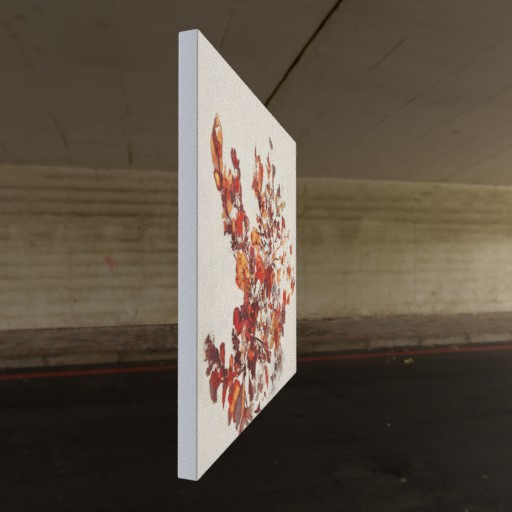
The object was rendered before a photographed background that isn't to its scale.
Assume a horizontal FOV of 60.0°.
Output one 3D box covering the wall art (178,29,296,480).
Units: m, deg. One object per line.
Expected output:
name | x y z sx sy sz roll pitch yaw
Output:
wall art | 0.000 0.000 1.475 0.049 1.009 1.009 0 -1 18
